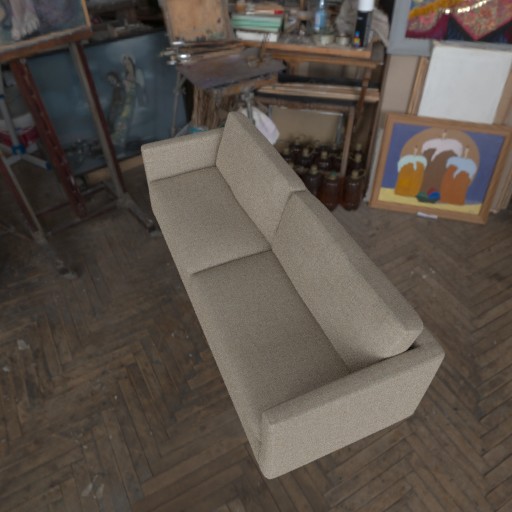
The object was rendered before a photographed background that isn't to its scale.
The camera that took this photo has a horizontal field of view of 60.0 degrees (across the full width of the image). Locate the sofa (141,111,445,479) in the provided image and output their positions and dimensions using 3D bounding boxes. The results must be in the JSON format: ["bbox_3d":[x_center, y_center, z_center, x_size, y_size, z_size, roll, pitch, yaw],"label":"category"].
[{"bbox_3d":[0.000,0.000,2.928,0.951,0.965,2.434,-17,47,-16],"label":"sofa"}]
